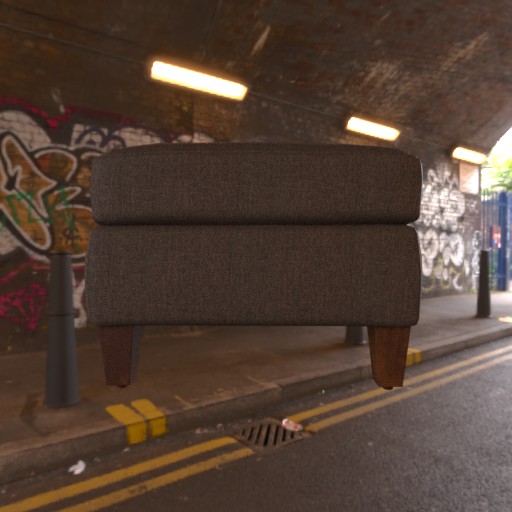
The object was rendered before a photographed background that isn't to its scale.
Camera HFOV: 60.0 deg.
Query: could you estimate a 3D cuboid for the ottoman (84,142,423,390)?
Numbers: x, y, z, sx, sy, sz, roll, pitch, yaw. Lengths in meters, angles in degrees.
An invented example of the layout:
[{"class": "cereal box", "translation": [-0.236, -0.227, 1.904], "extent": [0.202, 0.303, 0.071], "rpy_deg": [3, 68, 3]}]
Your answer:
[{"class": "ottoman", "translation": [0.000, 0.000, 1.203], "extent": [0.639, 0.496, 0.826], "rpy_deg": [0, 1, 1]}]
